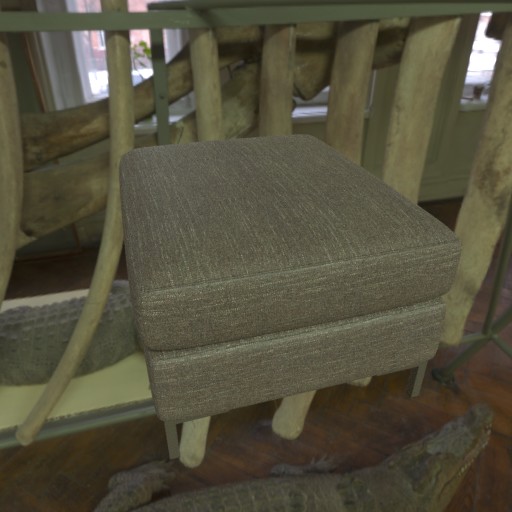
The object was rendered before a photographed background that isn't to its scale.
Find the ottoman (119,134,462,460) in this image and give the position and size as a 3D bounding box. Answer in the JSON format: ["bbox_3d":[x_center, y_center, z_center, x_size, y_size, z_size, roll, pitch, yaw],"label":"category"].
[{"bbox_3d":[0.000,0.000,1.224,0.671,0.490,0.820,-9,32,-14],"label":"ottoman"}]
